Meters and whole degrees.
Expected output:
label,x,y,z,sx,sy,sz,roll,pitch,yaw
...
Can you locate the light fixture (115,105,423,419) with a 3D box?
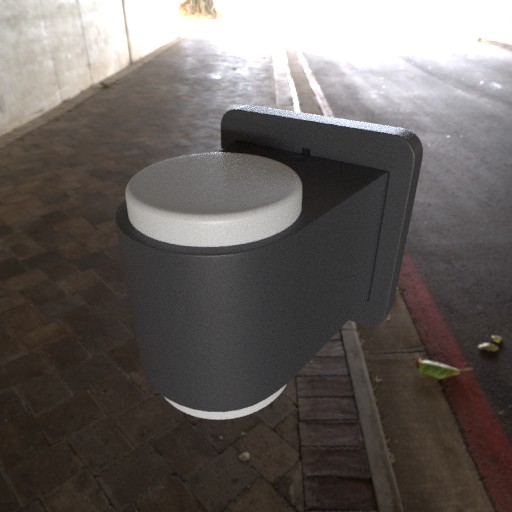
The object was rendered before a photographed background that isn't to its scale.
label,x,y,z,sx,sy,sz,roll,pitch,yaw
light fixture,0.000,0.000,0.212,0.109,0.109,0.132,19,36,28
